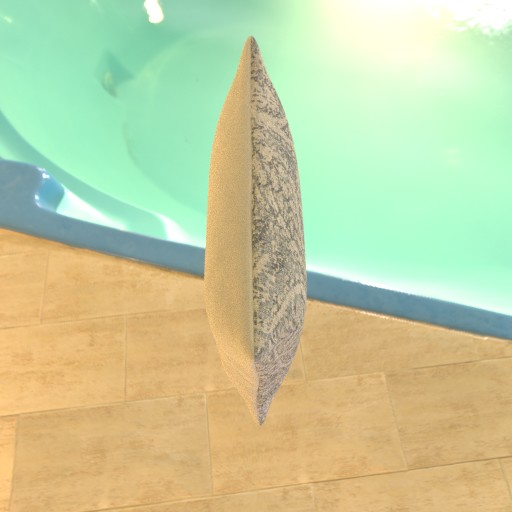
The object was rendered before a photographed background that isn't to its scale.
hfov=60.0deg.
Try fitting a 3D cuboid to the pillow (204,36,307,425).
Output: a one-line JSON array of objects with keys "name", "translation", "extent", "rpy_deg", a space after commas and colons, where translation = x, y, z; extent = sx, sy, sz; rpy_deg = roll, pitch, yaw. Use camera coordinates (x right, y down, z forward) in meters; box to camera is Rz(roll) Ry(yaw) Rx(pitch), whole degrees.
[{"name": "pillow", "translation": [0.000, 0.000, 0.805], "extent": [0.166, 0.510, 0.523], "rpy_deg": [-1, 63, 0]}]
